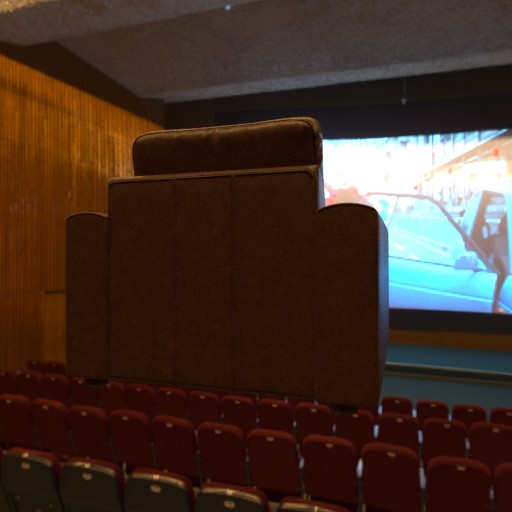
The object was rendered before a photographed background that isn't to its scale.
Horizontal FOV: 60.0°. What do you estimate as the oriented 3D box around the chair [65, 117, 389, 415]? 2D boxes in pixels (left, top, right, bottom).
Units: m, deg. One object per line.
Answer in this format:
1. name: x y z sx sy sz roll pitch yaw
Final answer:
1. chair: 0.000 0.000 1.784 1.005 0.873 1.016 0 0 18
